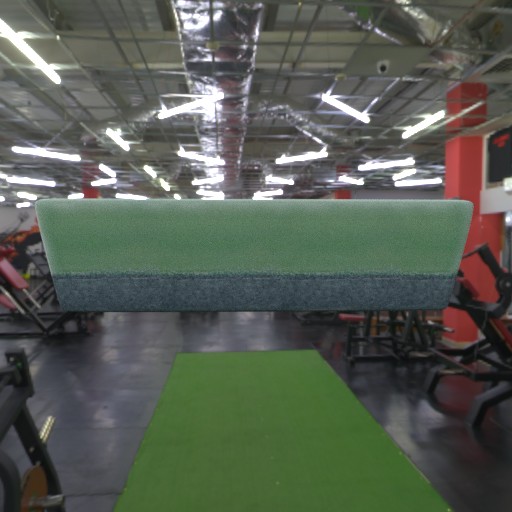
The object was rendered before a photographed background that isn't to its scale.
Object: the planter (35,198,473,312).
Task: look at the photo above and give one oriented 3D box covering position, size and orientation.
[{"bbox_3d":[0.000,0.000,0.308,0.275,0.072,0.072,0,1,-2],"label":"planter"}]
